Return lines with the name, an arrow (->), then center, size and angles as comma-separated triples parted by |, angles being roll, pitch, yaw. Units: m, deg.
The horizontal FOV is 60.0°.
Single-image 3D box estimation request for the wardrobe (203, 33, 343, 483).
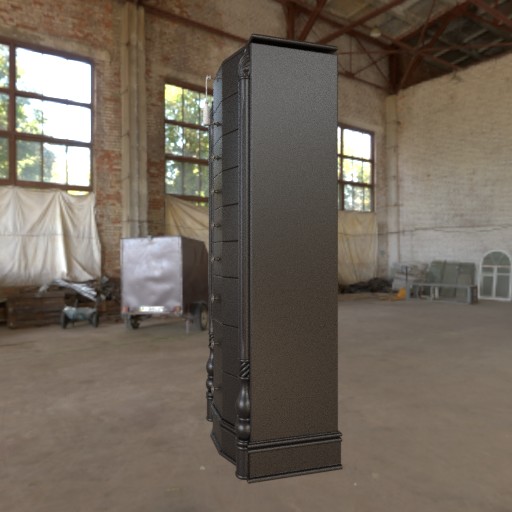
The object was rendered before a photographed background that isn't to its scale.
wardrobe -> 0.000, 0.000, 1.220 | 0.295, 1.011, 0.444 | 0, 0, -17
